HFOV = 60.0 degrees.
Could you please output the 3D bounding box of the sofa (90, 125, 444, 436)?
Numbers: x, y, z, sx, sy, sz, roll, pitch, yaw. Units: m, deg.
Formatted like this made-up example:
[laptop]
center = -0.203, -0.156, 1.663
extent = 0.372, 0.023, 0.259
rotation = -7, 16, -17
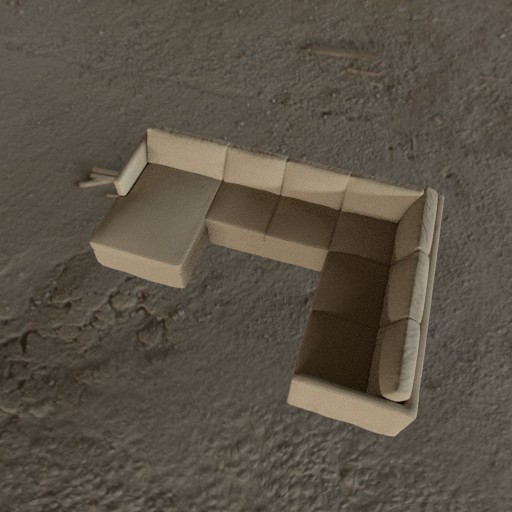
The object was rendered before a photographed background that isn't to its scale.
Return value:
[sofa]
center = 0.000, 0.000, 4.611
extent = 3.528, 0.878, 2.476
rotation = 15, 59, 10
